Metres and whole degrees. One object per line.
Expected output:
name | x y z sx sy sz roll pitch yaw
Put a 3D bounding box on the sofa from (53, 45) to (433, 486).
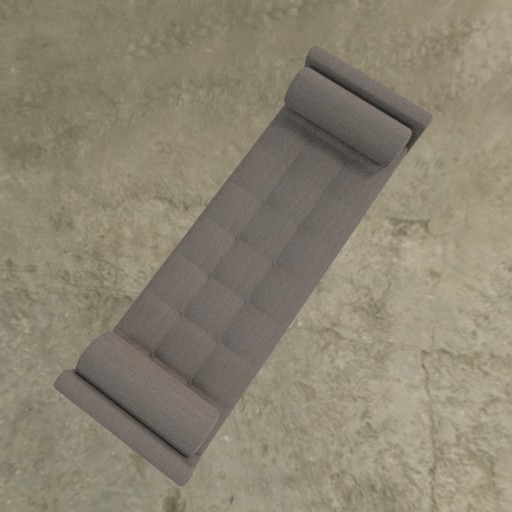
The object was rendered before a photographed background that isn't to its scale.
sofa | 0.000 0.000 2.251 0.686 0.635 1.981 34 80 7
